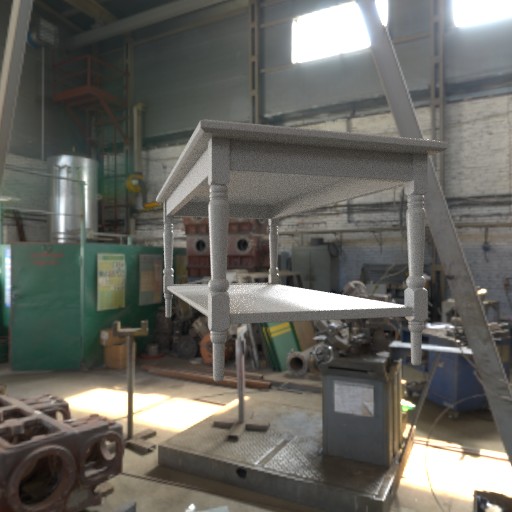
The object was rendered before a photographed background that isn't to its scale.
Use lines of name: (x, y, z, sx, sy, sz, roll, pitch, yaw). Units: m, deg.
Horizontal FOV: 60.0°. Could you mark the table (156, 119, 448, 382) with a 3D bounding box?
table: (0.000, 0.000, 1.429, 0.551, 0.506, 1.109, 0, 0, -17)
